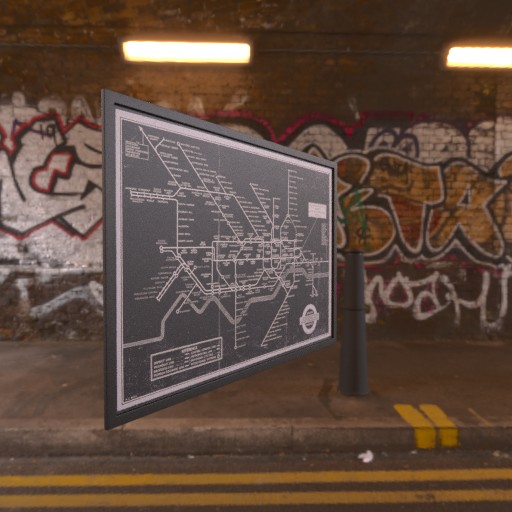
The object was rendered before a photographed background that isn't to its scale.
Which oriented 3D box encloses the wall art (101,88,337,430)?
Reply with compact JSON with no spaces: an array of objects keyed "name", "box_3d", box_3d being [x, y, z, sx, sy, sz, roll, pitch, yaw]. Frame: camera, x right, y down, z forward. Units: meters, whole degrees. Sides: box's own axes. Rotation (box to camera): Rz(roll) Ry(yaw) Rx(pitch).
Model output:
[{"name":"wall art","box_3d":[0.000,0.000,1.524,0.013,0.811,1.192,1,2,37]}]
